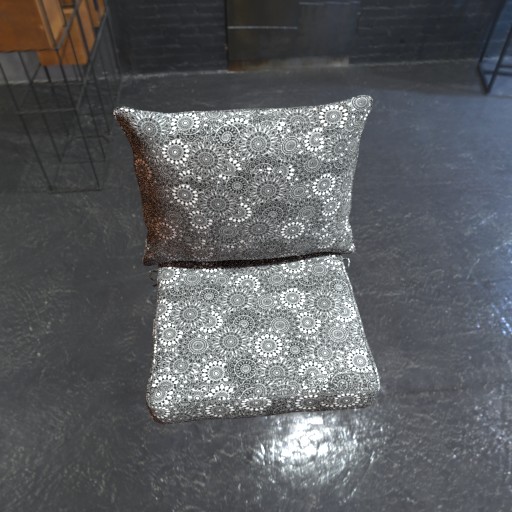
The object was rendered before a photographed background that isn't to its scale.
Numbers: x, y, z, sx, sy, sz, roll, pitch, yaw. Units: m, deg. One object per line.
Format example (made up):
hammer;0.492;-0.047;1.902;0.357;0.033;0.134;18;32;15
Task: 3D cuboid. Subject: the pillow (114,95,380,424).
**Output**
pillow;0.000;0.000;1.357;0.798;0.722;0.740;-4;46;-3
